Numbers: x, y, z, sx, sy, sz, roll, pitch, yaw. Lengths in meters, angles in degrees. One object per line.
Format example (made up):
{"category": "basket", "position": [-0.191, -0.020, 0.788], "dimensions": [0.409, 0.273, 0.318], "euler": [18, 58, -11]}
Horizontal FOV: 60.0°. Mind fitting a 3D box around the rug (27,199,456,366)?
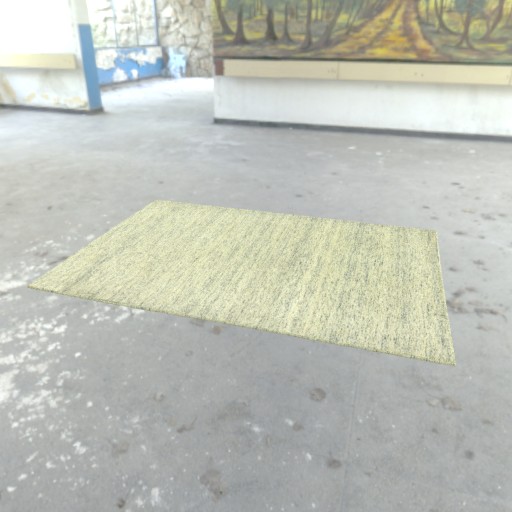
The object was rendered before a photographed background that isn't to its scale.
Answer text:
{"category": "rug", "position": [0.000, 0.000, 2.323], "dimensions": [1.846, 0.014, 1.243], "euler": [8, 28, 15]}
